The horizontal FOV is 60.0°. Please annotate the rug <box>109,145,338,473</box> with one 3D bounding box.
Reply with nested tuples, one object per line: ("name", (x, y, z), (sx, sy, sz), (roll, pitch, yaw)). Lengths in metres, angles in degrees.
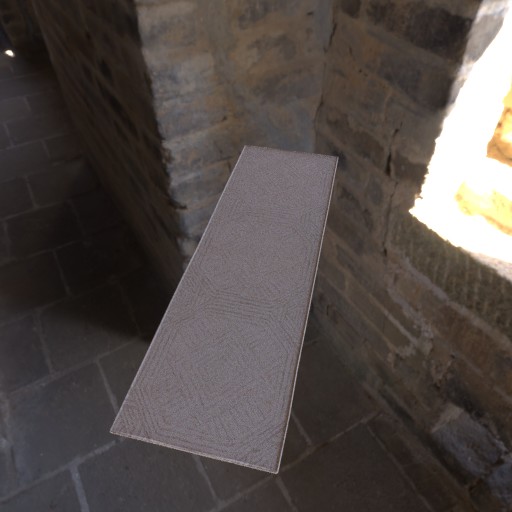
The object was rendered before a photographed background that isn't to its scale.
("rug", (0.000, 0.000, 2.754), (0.775, 0.012, 2.452), (10, 46, 9))
